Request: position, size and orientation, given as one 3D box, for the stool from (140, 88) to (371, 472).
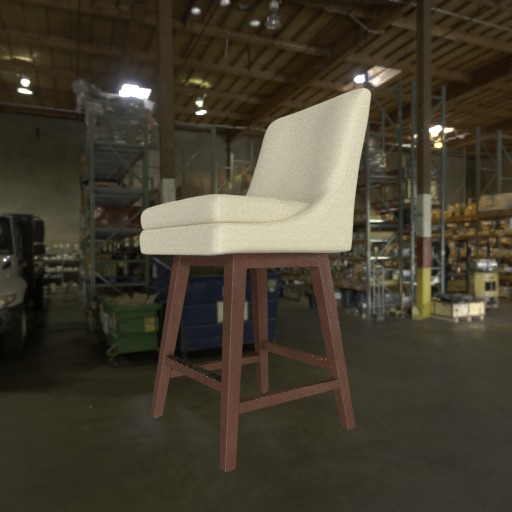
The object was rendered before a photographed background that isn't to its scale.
[{"bbox_3d":[0.000,0.000,1.329,0.559,0.991,0.483,0,1,-36],"label":"stool"}]
